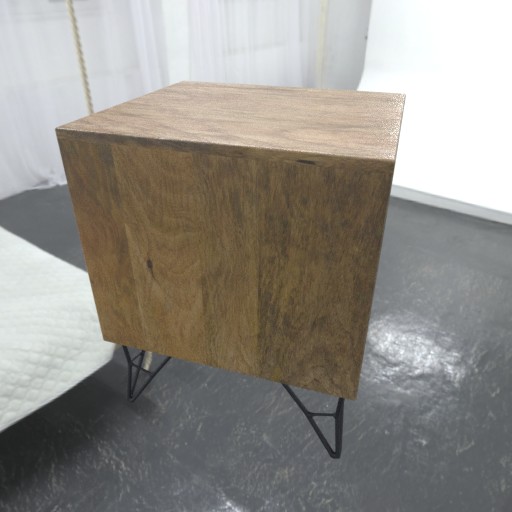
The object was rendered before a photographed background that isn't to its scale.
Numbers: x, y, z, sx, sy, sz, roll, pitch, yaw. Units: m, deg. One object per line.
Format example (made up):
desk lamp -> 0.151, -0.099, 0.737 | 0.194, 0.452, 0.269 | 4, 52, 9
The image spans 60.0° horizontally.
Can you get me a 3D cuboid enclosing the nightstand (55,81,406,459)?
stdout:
nightstand -> 0.000, 0.000, 0.861 | 0.457, 0.559, 0.406 | 9, 32, 15
